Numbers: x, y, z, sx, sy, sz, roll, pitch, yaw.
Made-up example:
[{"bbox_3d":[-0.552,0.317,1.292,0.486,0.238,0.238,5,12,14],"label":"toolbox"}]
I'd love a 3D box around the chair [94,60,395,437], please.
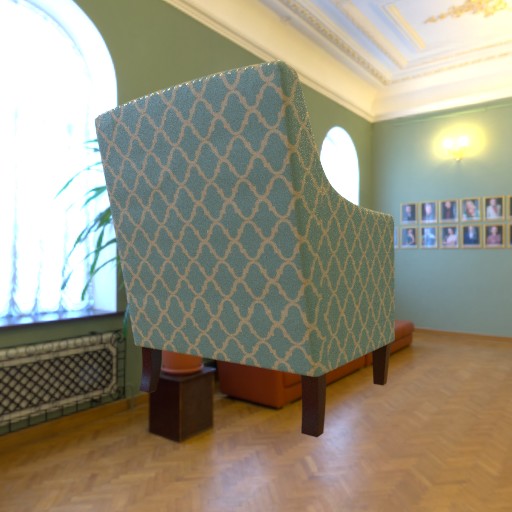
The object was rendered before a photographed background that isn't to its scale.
[{"bbox_3d":[0.000,0.000,1.320,0.617,0.817,0.686,0,0,35],"label":"chair"}]
